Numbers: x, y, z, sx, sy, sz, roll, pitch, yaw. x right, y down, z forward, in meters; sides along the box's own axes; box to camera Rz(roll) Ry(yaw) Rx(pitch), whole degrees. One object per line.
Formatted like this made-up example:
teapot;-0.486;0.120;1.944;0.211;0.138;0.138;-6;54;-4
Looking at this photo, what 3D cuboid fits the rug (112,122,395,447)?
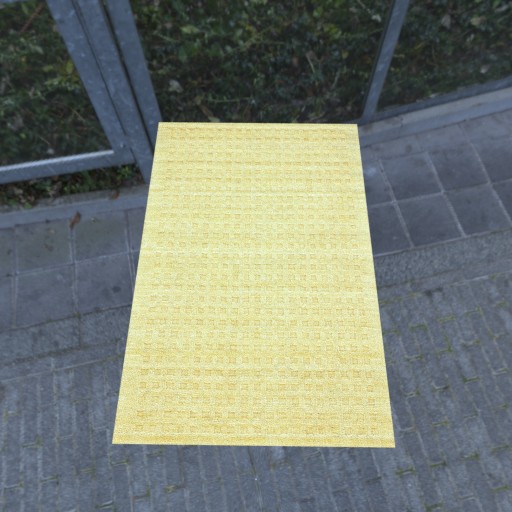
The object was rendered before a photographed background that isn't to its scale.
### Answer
rug;0.000;0.000;2.901;1.524;0.006;2.286;1;63;0
